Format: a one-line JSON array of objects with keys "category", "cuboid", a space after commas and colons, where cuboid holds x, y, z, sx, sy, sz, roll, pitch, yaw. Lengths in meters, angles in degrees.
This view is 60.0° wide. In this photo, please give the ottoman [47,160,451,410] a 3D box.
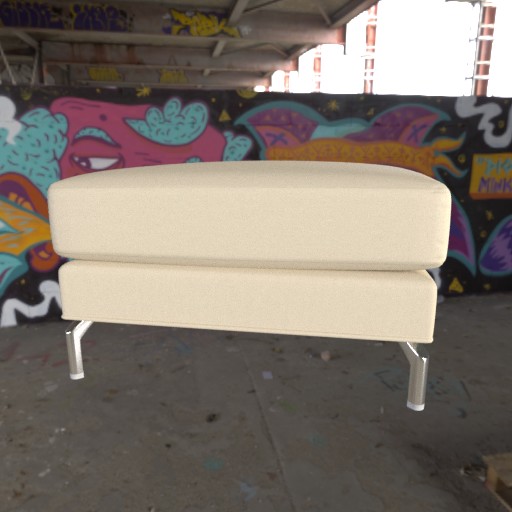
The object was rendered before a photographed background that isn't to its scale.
[{"category": "ottoman", "cuboid": [0.000, 0.000, 1.188, 0.835, 0.497, 0.581, 2, 14, 9]}]
